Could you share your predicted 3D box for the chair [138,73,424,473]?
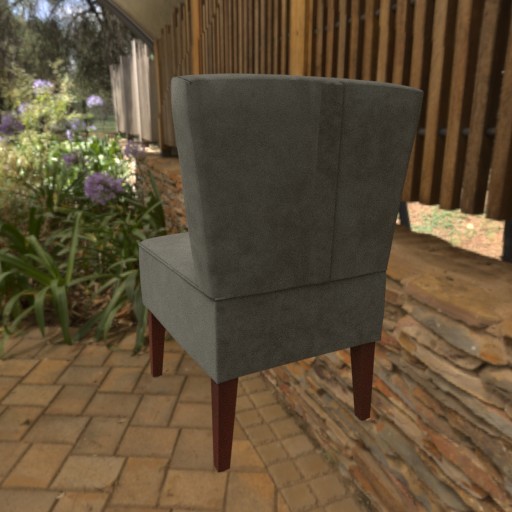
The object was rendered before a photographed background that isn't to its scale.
[{"bbox_3d":[0.000,0.000,1.129,0.521,0.806,0.554,-8,18,-26],"label":"chair"}]
